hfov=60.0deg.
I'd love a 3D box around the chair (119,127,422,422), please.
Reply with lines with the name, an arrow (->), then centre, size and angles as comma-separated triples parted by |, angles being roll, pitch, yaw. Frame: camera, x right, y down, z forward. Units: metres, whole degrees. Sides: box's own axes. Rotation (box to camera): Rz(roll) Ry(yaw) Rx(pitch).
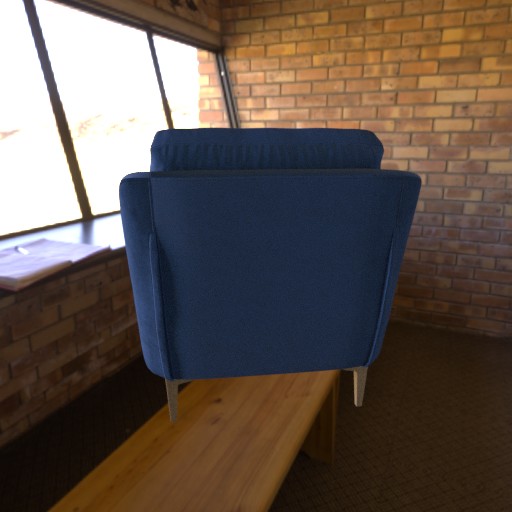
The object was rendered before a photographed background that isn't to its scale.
chair -> 0.000, 0.000, 1.632 | 0.987, 0.899, 0.961 | -2, 15, -8
